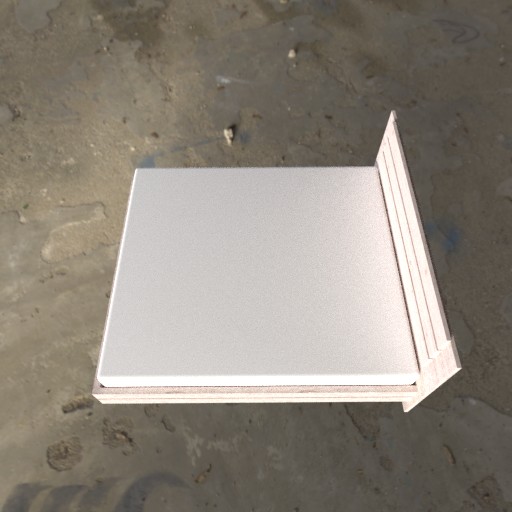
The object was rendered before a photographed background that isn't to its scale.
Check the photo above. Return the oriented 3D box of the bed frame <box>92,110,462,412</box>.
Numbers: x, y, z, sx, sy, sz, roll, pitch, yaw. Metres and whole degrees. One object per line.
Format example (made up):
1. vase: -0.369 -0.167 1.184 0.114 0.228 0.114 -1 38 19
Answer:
1. bed frame: 0.000 0.000 3.166 2.080 0.970 1.950 0 58 0
